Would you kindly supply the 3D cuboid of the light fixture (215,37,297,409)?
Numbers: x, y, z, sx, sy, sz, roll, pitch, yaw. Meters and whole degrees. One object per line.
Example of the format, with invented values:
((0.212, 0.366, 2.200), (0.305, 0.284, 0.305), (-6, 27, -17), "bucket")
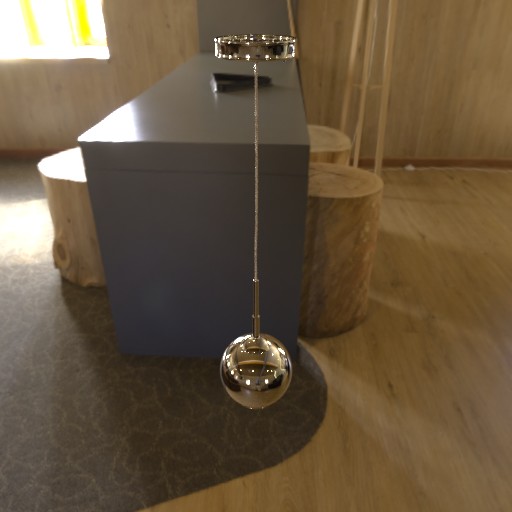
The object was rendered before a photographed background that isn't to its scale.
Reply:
((0.000, 0.000, 1.736), (0.336, 1.538, 0.336), (10, 33, 15), "light fixture")
